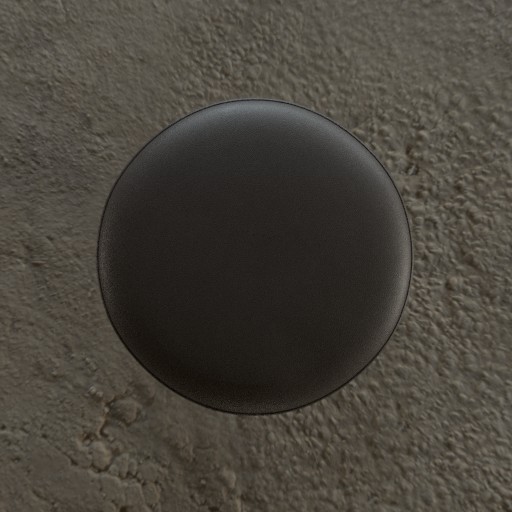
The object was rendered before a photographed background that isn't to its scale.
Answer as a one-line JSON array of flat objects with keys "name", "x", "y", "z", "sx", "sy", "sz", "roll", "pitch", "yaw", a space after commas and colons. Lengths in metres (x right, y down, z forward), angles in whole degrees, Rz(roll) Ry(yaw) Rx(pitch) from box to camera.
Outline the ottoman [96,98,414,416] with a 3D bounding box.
[{"name": "ottoman", "x": 0.000, "y": 0.000, "z": 0.857, "sx": 0.500, "sy": 0.409, "sz": 0.500, "roll": 0, "pitch": 91, "yaw": 1}]
